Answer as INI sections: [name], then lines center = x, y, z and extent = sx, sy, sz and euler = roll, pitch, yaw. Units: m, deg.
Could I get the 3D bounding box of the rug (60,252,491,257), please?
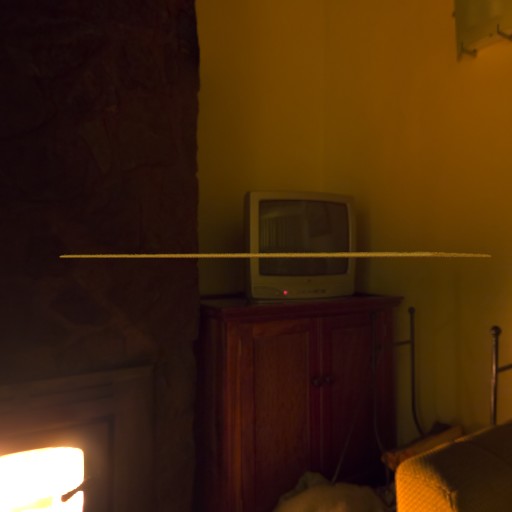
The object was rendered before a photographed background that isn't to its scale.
[rug]
center = 0.000, 0.000, 1.382
extent = 1.220, 0.007, 0.605
euler = 0, 0, 37
